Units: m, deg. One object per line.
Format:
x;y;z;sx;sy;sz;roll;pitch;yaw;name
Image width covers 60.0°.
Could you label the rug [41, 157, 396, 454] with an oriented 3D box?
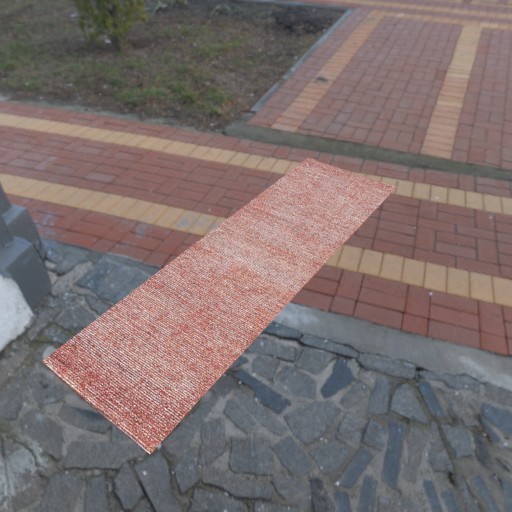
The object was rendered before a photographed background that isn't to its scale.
0.000;0.000;2.576;0.718;0.013;2.353;26;48;26;rug
